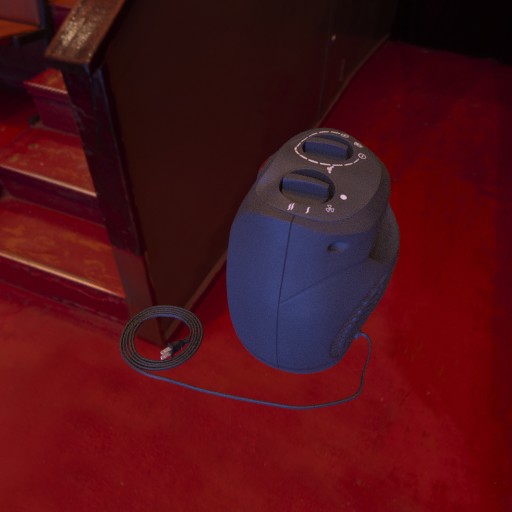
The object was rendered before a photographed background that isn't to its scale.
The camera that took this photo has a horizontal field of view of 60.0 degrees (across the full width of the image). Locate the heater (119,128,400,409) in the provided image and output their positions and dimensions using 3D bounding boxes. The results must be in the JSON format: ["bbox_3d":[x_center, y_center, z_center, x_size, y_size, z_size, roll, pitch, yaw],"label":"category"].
[{"bbox_3d":[0.000,0.000,0.473,0.291,0.240,0.239,17,49,15],"label":"heater"}]
